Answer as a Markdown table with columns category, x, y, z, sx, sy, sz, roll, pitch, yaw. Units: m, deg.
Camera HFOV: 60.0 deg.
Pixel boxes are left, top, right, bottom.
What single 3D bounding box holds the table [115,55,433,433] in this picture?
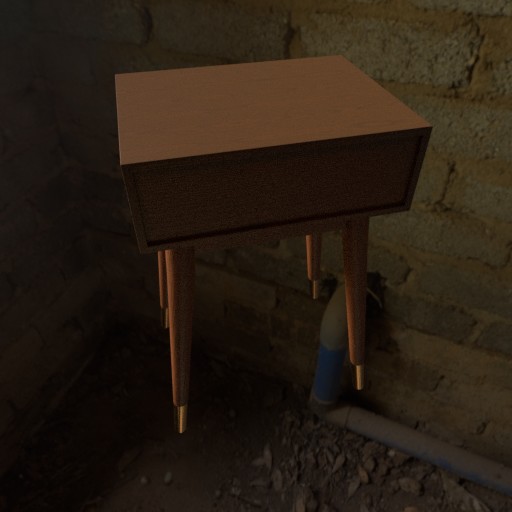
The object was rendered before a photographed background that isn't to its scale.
| category | x | y | z | sx | sy | sz | roll | pitch | yaw |
| --- | --- | --- | --- | --- | --- | --- | --- | --- | --- |
| table | 0.000 | 0.000 | 0.826 | 0.406 | 0.599 | 0.300 | -10 | 42 | -11 |
